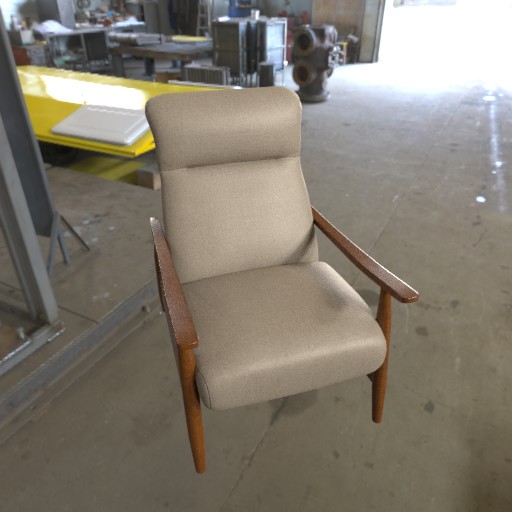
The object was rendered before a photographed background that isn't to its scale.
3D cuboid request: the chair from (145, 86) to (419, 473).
[{"bbox_3d":[0.000,0.000,1.751,0.762,1.082,1.032,-9,33,-15],"label":"chair"}]
